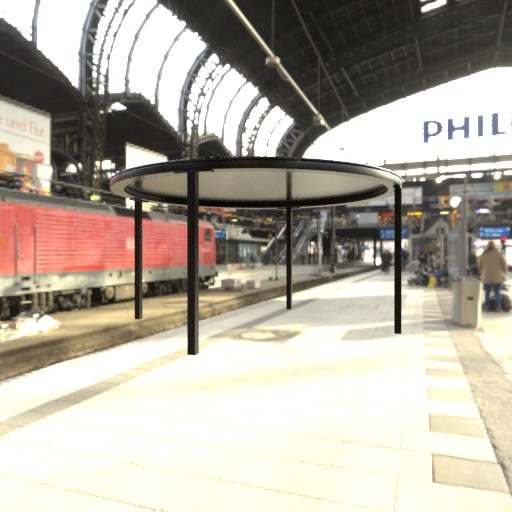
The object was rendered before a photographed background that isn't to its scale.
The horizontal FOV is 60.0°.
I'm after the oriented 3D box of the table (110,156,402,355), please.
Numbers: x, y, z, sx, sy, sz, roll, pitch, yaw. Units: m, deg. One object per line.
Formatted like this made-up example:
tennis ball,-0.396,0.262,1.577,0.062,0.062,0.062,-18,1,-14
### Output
table,0.000,0.000,1.278,0.800,0.400,0.800,0,0,0
